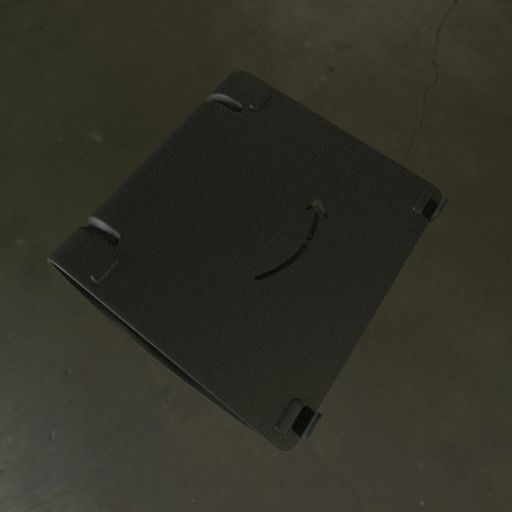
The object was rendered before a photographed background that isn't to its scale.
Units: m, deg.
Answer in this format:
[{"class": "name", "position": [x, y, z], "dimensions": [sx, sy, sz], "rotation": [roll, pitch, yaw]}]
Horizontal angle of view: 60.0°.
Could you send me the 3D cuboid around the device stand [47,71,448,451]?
[{"class": "device stand", "position": [0.000, 0.000, 0.408], "dimensions": [0.236, 0.155, 0.256], "rotation": [32, 68, 14]}]
